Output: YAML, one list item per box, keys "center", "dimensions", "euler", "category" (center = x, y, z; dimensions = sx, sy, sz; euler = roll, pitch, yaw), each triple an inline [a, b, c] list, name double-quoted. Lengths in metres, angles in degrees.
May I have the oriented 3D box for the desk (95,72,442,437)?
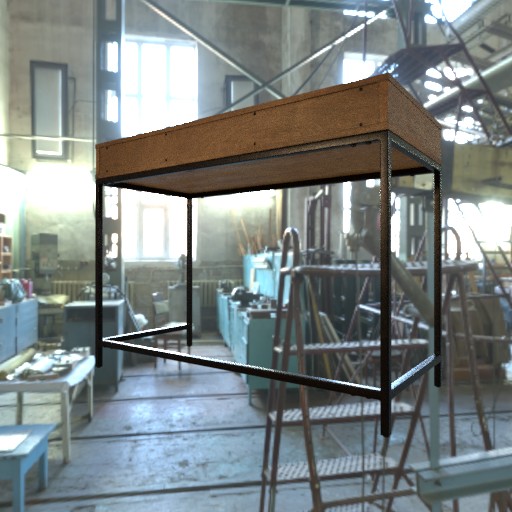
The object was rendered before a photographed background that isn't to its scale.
- center: [0.000, 0.000, 1.408]
  dimensions: [1.016, 0.762, 0.470]
  euler: [0, 0, 36]
  category: "desk"
